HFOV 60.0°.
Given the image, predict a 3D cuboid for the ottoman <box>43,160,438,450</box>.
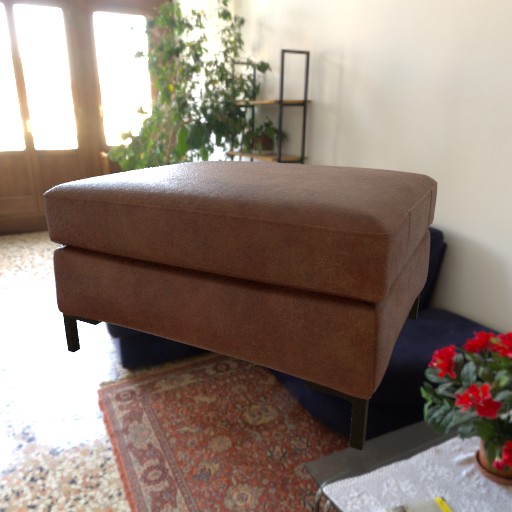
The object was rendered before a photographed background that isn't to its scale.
[{"bbox_3d":[0.000,0.000,1.732,1.186,0.667,0.965,9,20,26],"label":"ottoman"}]
